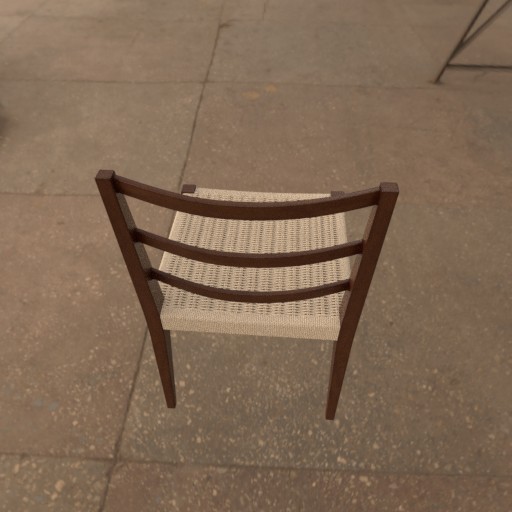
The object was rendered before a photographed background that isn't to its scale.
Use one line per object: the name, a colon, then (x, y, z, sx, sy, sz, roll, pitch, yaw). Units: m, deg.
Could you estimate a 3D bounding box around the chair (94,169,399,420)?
chair: (0.000, 0.000, 1.132, 0.480, 0.813, 0.551, 3, 46, 3)
